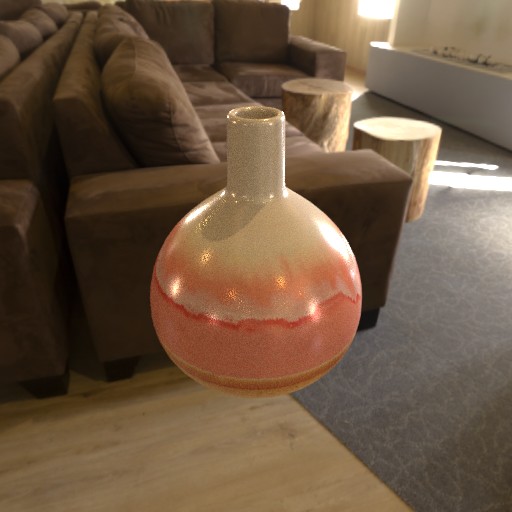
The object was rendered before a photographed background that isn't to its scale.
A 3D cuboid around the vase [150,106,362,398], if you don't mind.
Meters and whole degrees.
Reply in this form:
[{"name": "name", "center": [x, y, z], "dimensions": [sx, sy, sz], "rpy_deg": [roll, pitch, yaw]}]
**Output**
[{"name": "vase", "center": [0.000, 0.000, 0.278], "dimensions": [0.137, 0.176, 0.137], "rpy_deg": [0, 32, 0]}]
